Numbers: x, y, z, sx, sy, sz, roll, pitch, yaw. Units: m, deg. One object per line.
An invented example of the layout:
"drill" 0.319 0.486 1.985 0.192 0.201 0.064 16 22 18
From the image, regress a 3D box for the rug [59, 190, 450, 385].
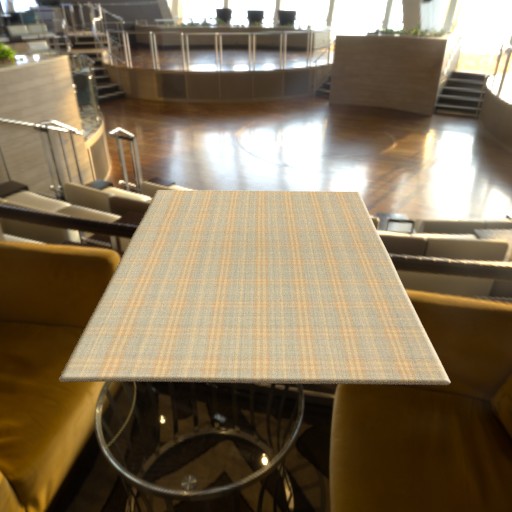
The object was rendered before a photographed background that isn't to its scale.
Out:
"rug" 0.000 0.000 4.079 2.462 0.030 3.066 0 31 0
